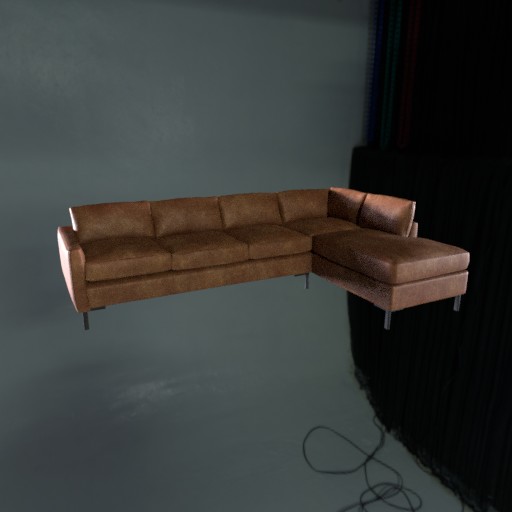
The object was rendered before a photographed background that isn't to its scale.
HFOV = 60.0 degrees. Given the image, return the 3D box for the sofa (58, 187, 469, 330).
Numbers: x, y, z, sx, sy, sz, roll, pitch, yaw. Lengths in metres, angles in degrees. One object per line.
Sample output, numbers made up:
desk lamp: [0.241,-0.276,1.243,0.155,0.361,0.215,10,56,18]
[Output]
sofa: [0.000,0.000,3.802,2.984,0.877,1.938,-8,18,-26]
